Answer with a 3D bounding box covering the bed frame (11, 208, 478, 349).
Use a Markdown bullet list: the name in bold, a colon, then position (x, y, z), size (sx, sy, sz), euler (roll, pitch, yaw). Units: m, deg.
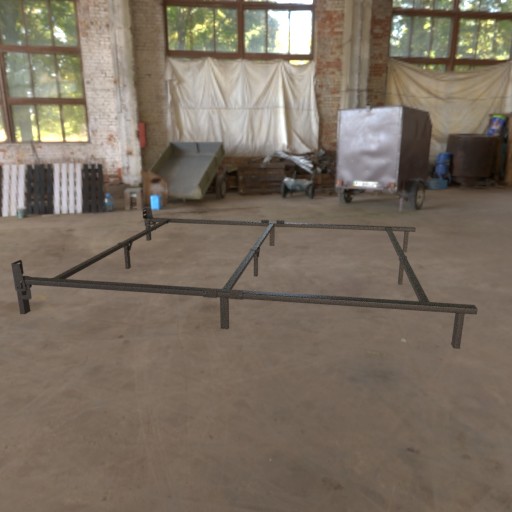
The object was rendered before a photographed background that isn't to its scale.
- **bed frame**: position (0.000, 0.000, 2.579), size (1.990, 0.248, 1.498), euler (3, 16, 10)
